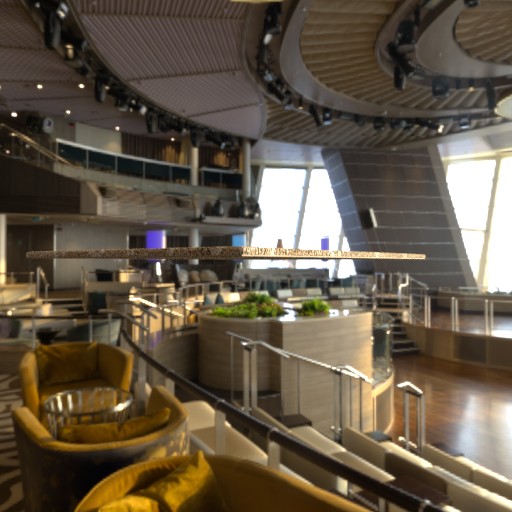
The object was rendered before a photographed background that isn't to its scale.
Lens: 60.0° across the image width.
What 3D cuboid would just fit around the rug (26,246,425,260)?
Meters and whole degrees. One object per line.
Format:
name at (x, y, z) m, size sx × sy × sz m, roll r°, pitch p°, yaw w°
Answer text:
rug at (0.000, 0.000, 2.302) m, size 1.219 × 0.030 × 1.778 m, roll -1°, pitch -1°, yaw 37°
